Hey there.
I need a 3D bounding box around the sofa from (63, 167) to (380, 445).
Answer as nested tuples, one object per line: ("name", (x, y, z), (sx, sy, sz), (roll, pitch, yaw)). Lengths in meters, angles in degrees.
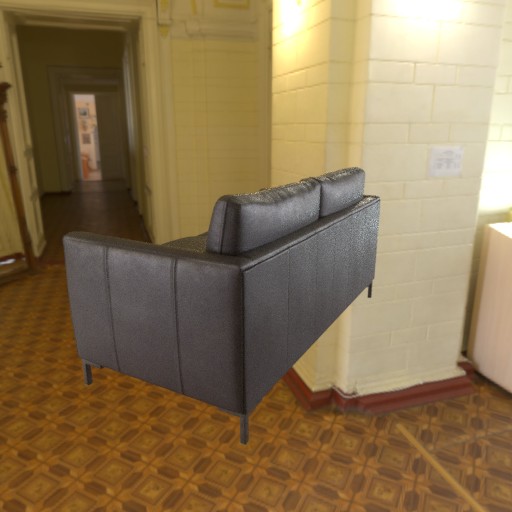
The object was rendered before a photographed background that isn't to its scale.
("sofa", (0.000, 0.000, 2.396), (0.947, 0.883, 1.805), (8, 18, 26))
